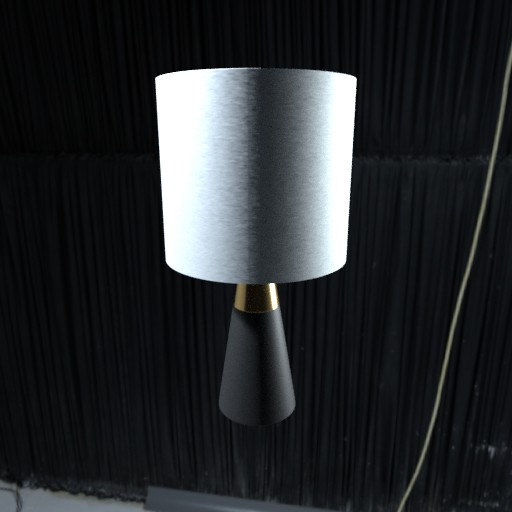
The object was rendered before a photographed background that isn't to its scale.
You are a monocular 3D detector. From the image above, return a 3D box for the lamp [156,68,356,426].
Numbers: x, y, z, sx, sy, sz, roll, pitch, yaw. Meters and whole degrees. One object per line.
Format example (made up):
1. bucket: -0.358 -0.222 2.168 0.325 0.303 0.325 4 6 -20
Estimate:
1. lamp: 0.000 0.000 0.772 0.308 0.580 0.308 3 16 10
